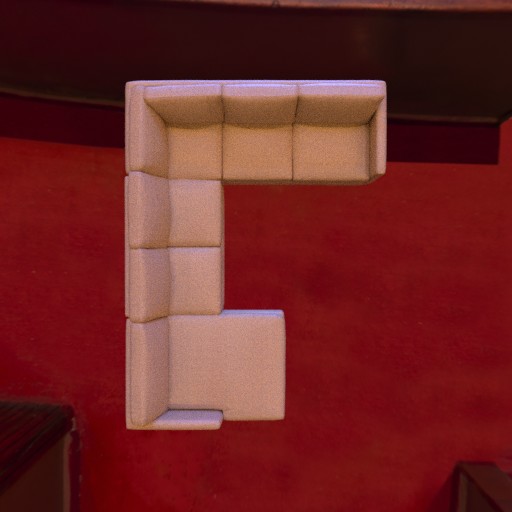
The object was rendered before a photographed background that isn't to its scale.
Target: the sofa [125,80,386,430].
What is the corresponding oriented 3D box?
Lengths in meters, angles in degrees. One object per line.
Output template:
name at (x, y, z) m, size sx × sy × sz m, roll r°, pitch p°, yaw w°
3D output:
sofa at (0.000, 0.000, 4.601) m, size 2.594 × 0.961 × 3.460 m, roll 0°, pitch 90°, yaw 0°
